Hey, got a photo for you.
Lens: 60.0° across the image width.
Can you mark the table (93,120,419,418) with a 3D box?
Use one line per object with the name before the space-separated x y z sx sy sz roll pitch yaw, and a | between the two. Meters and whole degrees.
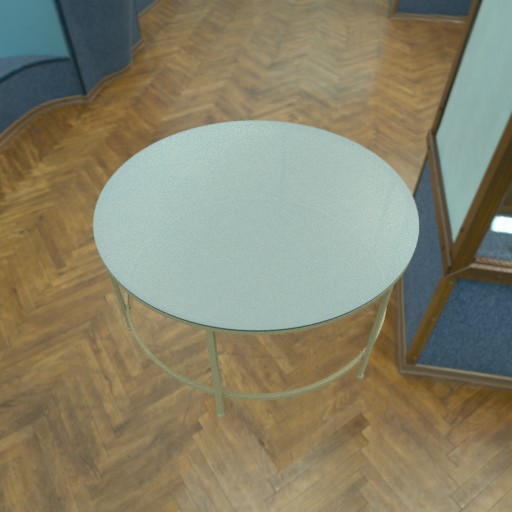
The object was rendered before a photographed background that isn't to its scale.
table | 0.000 0.000 1.451 0.914 0.470 0.914 0 46 0
